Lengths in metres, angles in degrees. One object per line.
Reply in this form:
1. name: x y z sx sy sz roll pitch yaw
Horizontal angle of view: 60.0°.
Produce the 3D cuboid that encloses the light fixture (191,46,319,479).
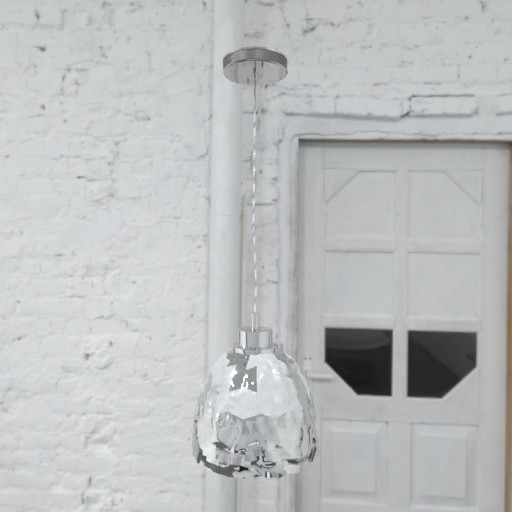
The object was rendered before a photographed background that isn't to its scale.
1. light fixture: 0.000 0.000 1.733 0.500 1.511 0.496 0 1 -18
